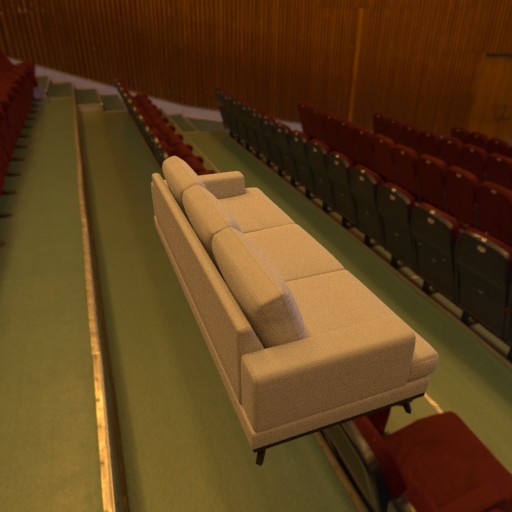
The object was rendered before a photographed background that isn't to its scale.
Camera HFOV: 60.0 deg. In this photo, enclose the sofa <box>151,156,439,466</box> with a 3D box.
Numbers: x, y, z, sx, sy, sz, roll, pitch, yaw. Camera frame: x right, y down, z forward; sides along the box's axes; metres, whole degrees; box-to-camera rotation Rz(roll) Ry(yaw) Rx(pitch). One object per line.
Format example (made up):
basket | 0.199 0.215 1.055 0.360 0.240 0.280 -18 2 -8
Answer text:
sofa | 0.000 0.000 2.784 0.920 0.810 2.310 -11 31 -18
